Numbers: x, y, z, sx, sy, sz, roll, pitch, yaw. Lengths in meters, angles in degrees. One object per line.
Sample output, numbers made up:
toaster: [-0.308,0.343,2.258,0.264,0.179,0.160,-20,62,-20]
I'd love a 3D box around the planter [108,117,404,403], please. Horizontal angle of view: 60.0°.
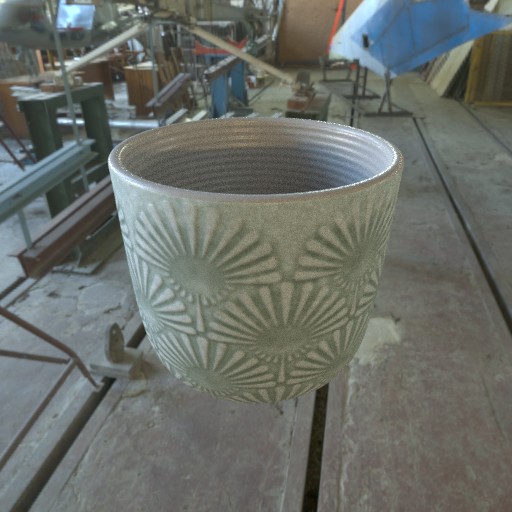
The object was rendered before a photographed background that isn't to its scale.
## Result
planter: [0.000,0.000,0.219,0.124,0.109,0.124,0,29,0]
